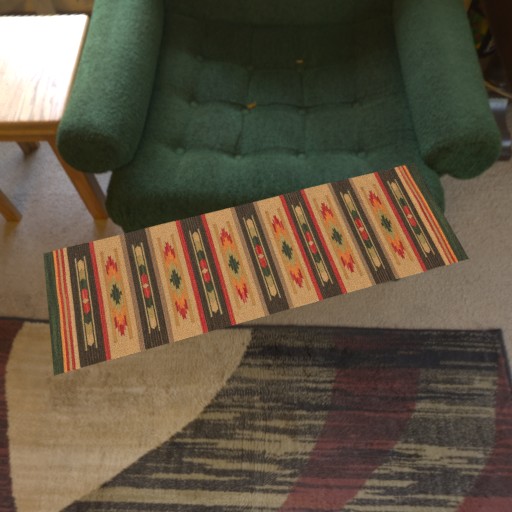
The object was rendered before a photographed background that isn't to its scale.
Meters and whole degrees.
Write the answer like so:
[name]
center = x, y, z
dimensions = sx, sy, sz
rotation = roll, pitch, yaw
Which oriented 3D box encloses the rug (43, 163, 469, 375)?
[rug]
center = 0.000, 0.000, 2.656
dimensions = 2.440, 0.009, 0.760
rotation = -15, 63, -8
